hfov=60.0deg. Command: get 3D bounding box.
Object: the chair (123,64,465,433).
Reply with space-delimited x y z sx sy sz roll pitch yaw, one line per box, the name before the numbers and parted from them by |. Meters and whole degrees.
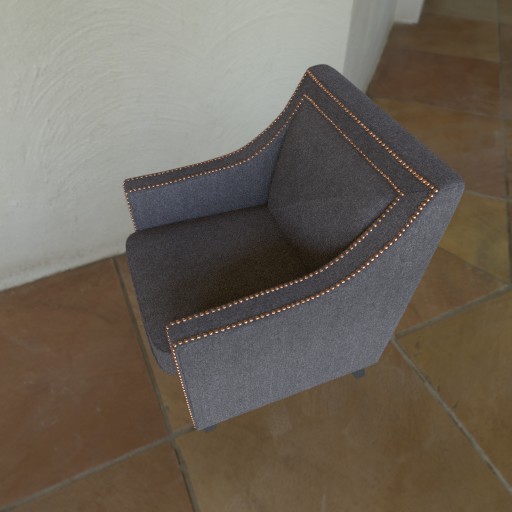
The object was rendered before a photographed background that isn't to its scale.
chair | 0.000 0.000 1.599 0.884 0.967 0.776 -16 49 -15
